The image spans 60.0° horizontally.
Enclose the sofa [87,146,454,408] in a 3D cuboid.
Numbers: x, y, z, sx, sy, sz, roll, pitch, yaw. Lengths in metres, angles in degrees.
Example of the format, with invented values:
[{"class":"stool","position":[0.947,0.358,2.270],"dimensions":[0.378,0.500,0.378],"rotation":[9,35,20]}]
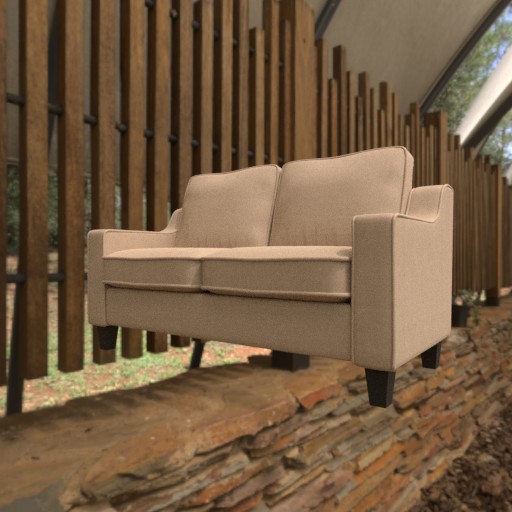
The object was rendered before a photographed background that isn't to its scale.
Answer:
[{"class":"sofa","position":[0.000,0.000,3.423],"dimensions":[2.587,1.562,1.351],"rotation":[0,0,36]}]
